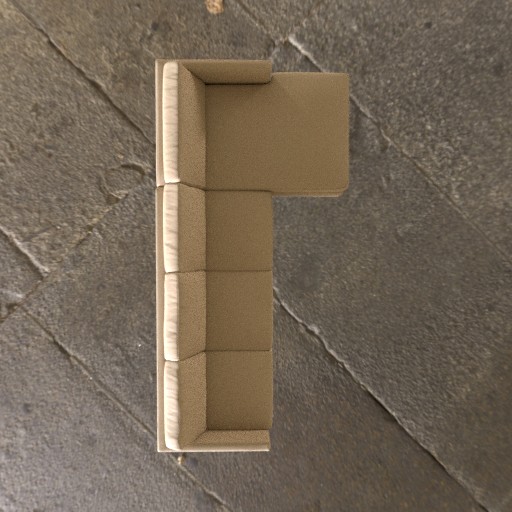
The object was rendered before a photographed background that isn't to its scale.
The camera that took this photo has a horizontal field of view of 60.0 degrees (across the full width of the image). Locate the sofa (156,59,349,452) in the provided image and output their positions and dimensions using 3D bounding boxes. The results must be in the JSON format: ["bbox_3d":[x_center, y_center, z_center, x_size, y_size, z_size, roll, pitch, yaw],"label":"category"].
[{"bbox_3d":[0.000,0.000,3.824,1.622,0.871,3.206,0,92,-1],"label":"sofa"}]
